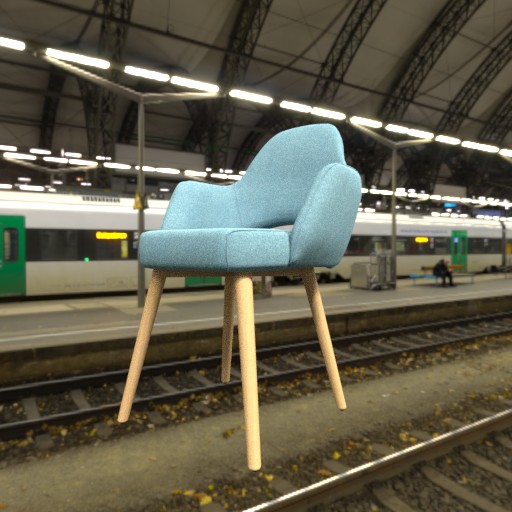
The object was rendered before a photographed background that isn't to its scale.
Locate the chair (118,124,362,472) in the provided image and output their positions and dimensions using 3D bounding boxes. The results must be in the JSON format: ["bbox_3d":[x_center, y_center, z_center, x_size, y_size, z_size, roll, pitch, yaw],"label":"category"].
[{"bbox_3d":[0.000,0.000,1.346,0.589,0.920,0.666,1,1,36],"label":"chair"}]
